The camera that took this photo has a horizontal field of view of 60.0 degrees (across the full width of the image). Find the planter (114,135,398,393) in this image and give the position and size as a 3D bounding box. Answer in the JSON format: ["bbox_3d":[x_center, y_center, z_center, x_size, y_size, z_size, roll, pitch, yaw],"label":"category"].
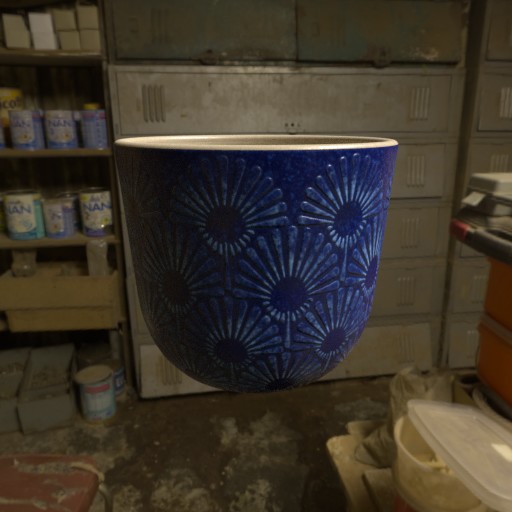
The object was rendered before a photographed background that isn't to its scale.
[{"bbox_3d":[0.000,0.000,0.298,0.170,0.153,0.170,0,17,0],"label":"planter"}]
